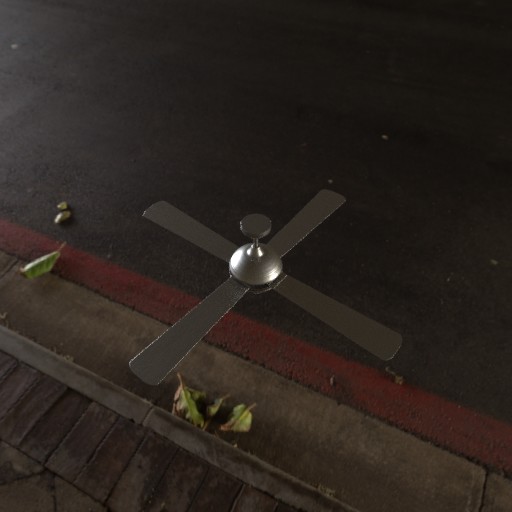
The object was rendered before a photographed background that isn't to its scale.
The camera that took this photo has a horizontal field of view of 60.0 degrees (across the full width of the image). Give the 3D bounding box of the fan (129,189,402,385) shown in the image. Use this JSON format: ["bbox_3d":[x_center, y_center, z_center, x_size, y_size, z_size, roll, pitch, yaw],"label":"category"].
[{"bbox_3d":[0.000,0.000,1.942,1.321,0.381,1.321,-23,51,-21],"label":"fan"}]
